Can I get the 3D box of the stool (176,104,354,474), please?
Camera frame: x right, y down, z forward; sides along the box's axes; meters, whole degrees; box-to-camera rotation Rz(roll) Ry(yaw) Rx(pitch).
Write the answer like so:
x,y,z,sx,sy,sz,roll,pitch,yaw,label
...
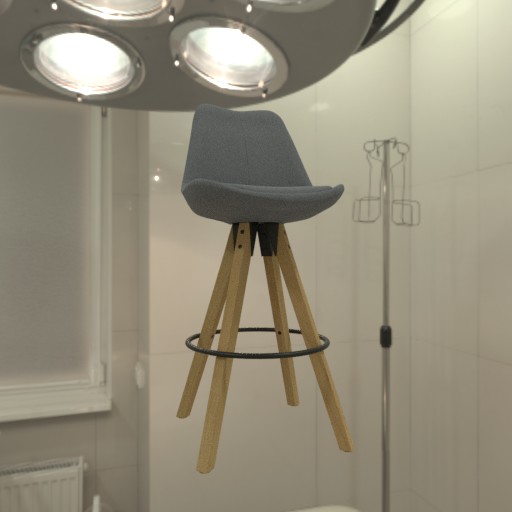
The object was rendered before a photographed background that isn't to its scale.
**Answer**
x,y,z,sx,sy,sz,roll,pitch,yaw,label
0.000,0.000,1.429,0.485,1.115,0.550,0,0,-17,stool
